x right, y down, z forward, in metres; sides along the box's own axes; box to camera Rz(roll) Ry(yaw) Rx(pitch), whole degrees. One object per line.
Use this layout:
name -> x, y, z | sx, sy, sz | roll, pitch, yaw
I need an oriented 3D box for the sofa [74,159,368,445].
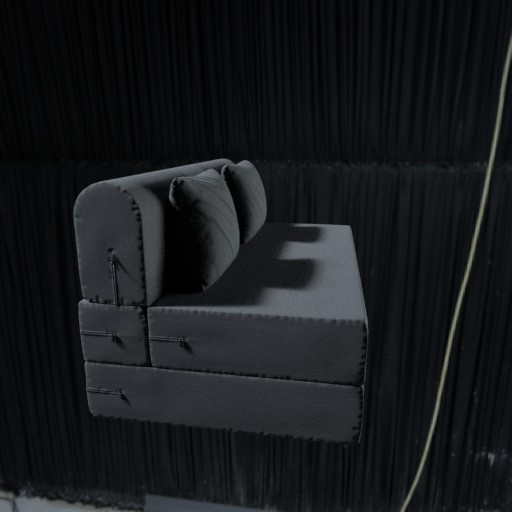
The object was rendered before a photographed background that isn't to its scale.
sofa -> 0.000, 0.000, 1.697 | 0.762, 0.670, 1.225 | 3, 15, 9
